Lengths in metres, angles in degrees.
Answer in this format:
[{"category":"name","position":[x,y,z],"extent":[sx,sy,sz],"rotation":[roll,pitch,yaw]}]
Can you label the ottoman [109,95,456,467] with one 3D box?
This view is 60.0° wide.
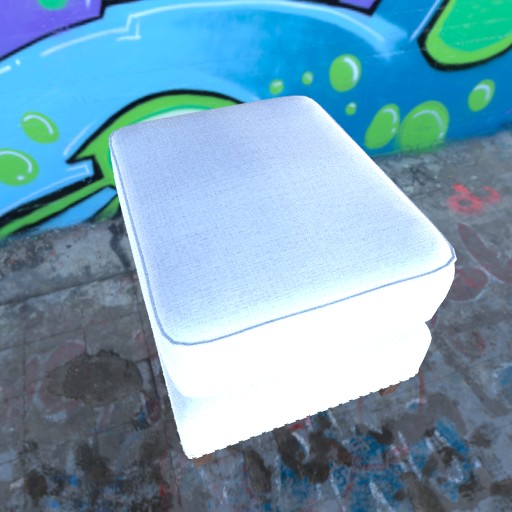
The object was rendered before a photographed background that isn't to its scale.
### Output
[{"category":"ottoman","position":[0.000,0.000,1.118],"extent":[0.589,0.537,0.738],"rotation":[-15,49,-14]}]
